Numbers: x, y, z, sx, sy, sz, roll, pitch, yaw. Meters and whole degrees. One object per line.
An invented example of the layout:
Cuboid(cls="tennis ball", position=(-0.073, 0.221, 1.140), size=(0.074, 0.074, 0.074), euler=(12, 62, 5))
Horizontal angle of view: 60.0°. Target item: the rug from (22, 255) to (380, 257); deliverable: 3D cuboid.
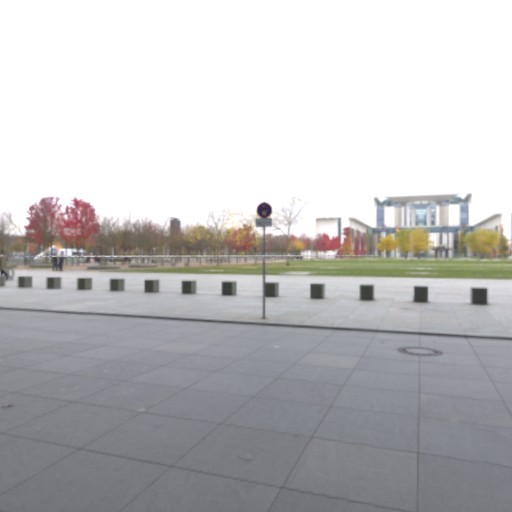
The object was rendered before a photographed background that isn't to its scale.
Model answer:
Cuboid(cls="rug", position=(0.000, 0.000, 2.666), size=(0.660, 0.005, 2.464), euler=(0, 0, 35))
